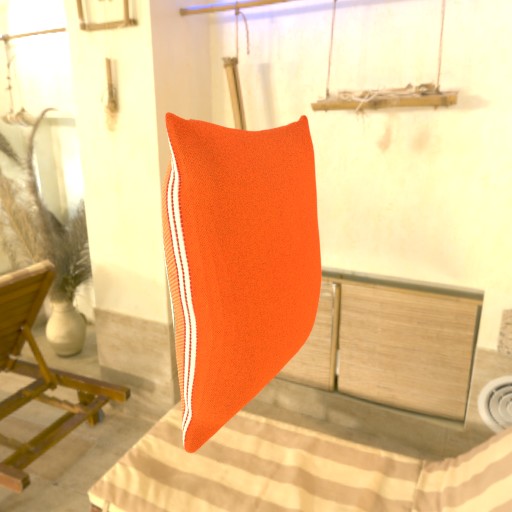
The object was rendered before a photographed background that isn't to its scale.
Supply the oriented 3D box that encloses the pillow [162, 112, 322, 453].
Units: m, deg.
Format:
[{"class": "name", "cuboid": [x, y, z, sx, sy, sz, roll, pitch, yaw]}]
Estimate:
[{"class": "pillow", "cuboid": [0.000, 0.000, 0.712, 0.182, 0.441, 0.440, 8, 18, 25]}]
